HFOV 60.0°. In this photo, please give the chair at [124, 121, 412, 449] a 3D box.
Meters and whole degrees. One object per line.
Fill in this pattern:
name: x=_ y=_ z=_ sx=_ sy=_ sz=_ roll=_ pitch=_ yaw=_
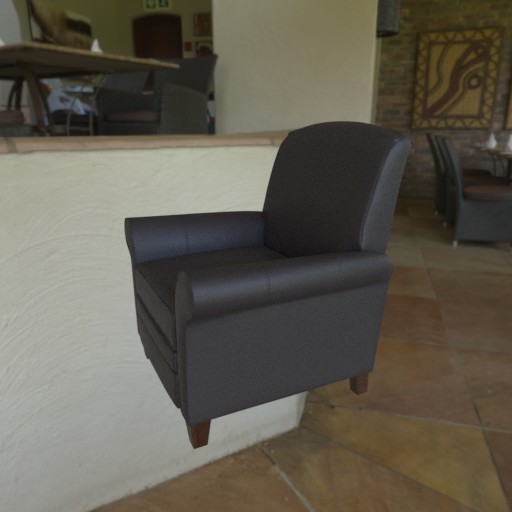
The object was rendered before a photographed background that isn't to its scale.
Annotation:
chair: x=0.000 y=0.000 z=1.822 sx=0.902 sy=1.061 sz=0.978 roll=-8 pitch=19 yaw=-25
